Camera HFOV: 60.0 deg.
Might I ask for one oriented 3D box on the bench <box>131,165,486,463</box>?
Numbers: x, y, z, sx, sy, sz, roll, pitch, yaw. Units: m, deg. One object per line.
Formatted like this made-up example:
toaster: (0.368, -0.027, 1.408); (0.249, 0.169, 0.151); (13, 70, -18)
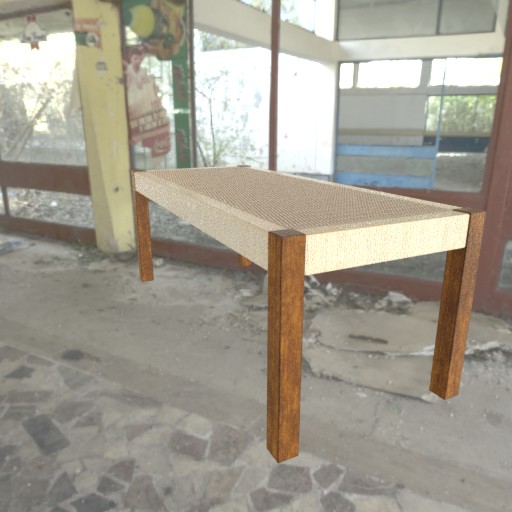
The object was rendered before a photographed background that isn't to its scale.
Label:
bench: (0.000, 0.000, 1.421); (0.507, 0.457, 1.198); (-8, 19, -25)
